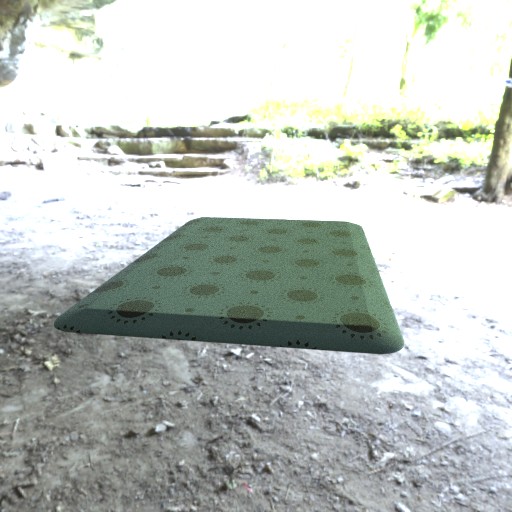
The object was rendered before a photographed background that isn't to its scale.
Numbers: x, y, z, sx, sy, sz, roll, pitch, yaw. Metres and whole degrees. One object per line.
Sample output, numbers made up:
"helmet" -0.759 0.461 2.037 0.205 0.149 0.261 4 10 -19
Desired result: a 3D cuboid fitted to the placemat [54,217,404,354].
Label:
"placemat" 0.000 0.000 0.960 0.508 0.021 0.762 2 17 8
